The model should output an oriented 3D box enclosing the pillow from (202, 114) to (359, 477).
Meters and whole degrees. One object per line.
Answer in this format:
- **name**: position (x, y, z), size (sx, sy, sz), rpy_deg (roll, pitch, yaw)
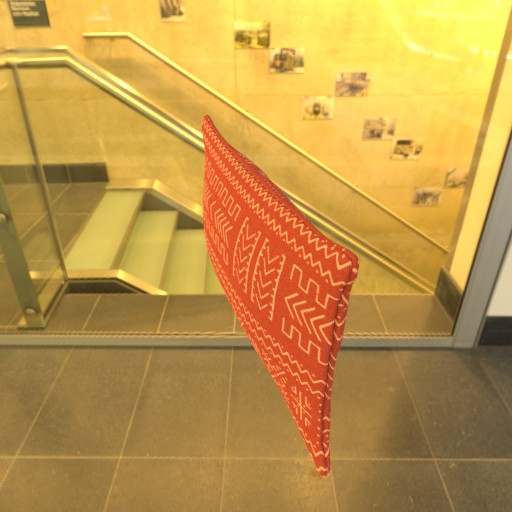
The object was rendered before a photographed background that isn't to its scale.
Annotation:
- **pillow**: position (0.000, 0.000, 0.783), size (0.130, 0.352, 0.640), rpy_deg (-10, 32, -16)
